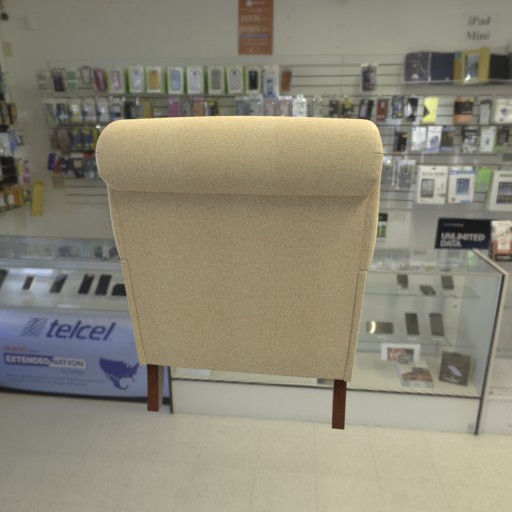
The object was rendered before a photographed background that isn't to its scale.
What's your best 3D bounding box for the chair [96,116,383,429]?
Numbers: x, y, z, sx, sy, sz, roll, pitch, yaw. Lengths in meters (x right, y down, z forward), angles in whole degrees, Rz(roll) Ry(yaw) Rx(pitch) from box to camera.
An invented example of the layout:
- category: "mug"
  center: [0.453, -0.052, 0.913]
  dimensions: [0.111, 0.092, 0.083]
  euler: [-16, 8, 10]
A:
- category: "chair"
  center: [0.000, 0.000, 1.589]
  dimensions: [0.766, 0.944, 0.842]
  euler: [2, 16, 8]
